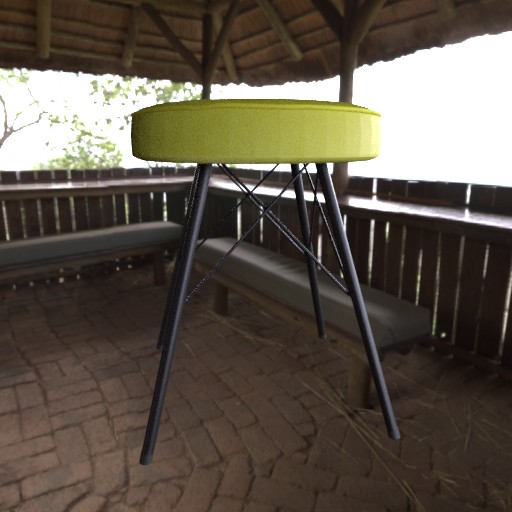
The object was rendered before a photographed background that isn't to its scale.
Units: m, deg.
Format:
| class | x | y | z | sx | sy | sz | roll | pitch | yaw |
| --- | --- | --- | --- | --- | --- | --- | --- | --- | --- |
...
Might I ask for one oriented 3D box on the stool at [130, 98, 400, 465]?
| class | x | y | z | sx | sy | sz | roll | pitch | yaw |
| --- | --- | --- | --- | --- | --- | --- | --- | --- | --- |
| stool | 0.000 | 0.000 | 0.796 | 0.409 | 0.508 | 0.409 | -2 | 14 | -8 |
